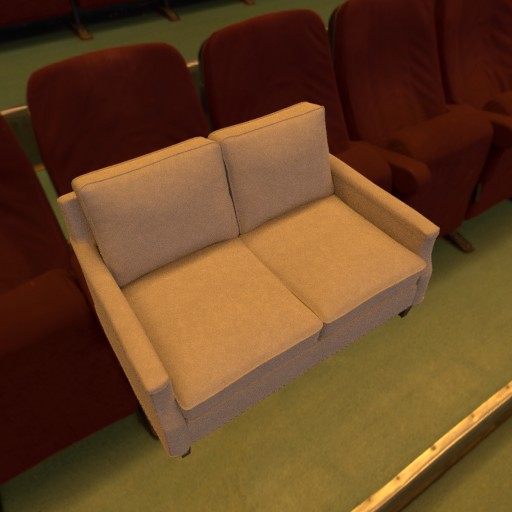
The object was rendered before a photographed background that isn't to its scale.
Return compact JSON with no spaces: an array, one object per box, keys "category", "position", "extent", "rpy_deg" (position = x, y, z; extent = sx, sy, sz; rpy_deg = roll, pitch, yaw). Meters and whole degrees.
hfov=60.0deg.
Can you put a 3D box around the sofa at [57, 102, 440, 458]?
[{"category":"sofa","position":[0.000,0.000,2.263],"extent":[1.597,1.002,1.084],"rpy_deg":[-25,51,-23]}]
